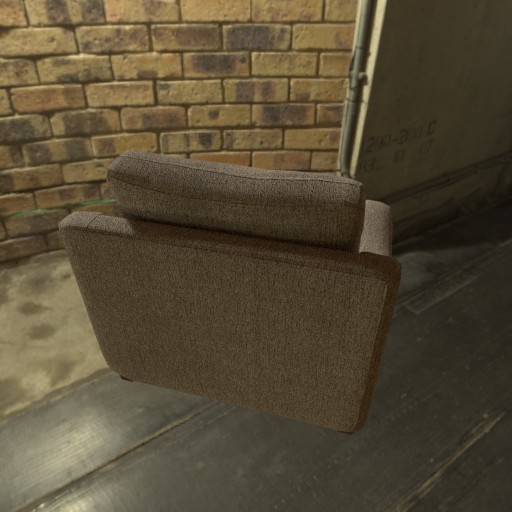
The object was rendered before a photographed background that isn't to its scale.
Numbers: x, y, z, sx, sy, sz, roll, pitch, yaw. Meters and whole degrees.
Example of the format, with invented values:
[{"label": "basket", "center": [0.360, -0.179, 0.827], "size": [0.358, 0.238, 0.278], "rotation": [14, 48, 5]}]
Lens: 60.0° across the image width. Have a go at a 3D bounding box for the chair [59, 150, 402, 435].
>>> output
[{"label": "chair", "center": [0.000, 0.000, 1.937], "size": [1.138, 1.037, 1.009], "rotation": [9, 34, 14]}]
